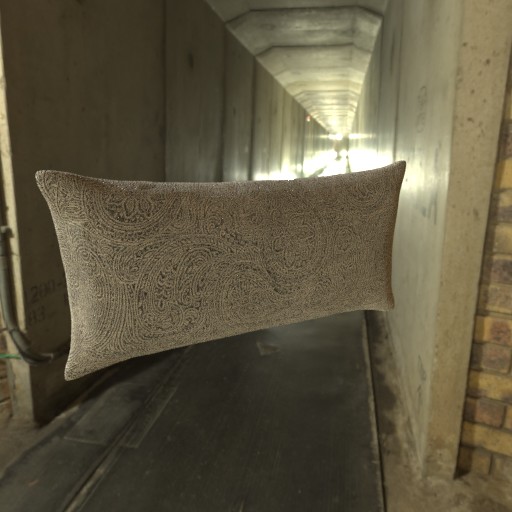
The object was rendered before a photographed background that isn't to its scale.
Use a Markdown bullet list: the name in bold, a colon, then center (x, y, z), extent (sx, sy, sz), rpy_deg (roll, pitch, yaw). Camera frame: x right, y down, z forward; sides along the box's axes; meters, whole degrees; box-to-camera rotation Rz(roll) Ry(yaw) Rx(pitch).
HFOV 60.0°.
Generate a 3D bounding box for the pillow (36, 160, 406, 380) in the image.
- **pillow**: center (0.000, 0.000, 0.723), extent (0.615, 0.295, 0.151), rpy_deg (-7, 17, -25)
